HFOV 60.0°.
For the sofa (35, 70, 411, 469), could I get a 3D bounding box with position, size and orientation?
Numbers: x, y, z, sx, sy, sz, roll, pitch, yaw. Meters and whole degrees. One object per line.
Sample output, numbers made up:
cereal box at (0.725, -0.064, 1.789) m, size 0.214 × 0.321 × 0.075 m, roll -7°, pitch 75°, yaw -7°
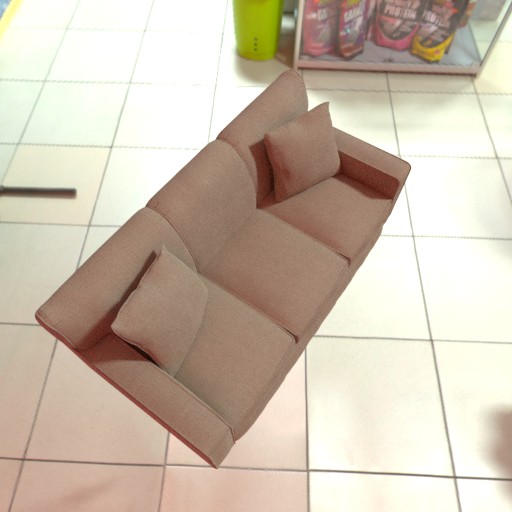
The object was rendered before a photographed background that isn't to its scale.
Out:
sofa at (0.000, 0.000, 2.552) m, size 0.997 × 0.958 × 2.024 m, roll 31°, pitch 64°, yaw 17°
